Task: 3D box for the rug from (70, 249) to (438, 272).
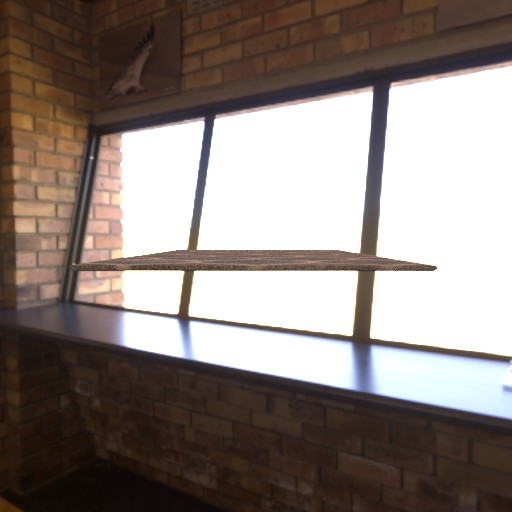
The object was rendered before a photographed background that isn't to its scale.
[{"bbox_3d":[0.000,0.000,2.958,1.501,0.025,2.348,0,2,1],"label":"rug"}]
